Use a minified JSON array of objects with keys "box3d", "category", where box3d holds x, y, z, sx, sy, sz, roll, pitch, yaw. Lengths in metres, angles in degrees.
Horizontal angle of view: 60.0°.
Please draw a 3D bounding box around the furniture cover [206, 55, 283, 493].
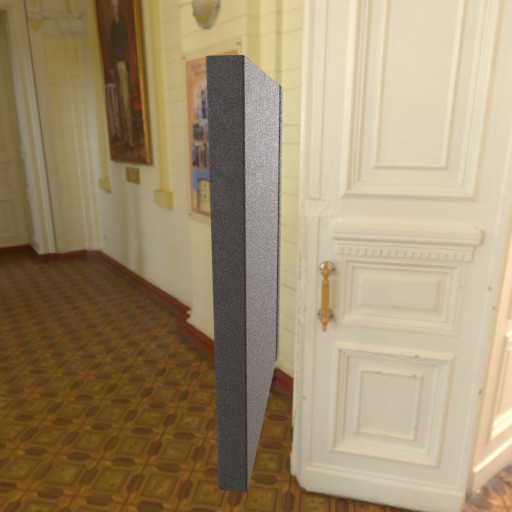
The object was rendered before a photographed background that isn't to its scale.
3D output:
[{"box3d":[0.000,0.000,0.372,0.023,0.281,0.216,2,17,8],"category":"furniture cover"}]
